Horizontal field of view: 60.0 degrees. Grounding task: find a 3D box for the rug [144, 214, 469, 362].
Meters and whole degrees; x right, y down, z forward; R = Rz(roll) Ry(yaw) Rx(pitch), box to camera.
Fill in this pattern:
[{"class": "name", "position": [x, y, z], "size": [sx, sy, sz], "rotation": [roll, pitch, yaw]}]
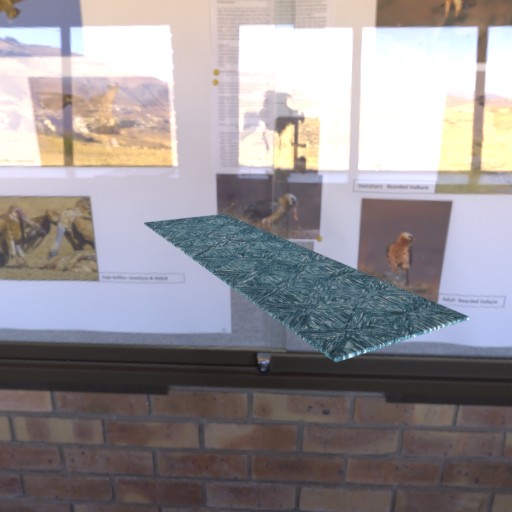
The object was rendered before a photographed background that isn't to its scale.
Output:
[{"class": "rug", "position": [0.000, 0.000, 2.557], "size": [0.676, 0.016, 2.286], "rotation": [-9, 19, -28]}]
